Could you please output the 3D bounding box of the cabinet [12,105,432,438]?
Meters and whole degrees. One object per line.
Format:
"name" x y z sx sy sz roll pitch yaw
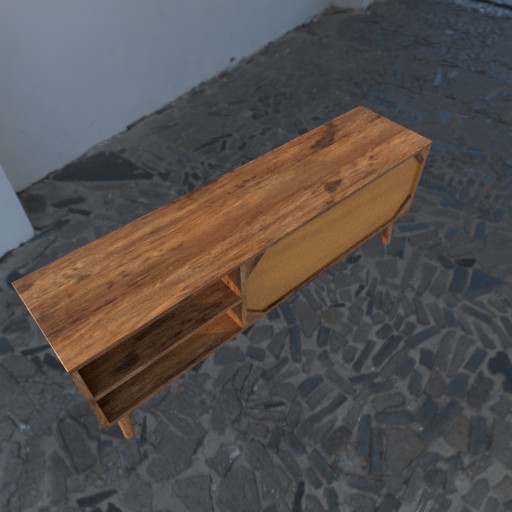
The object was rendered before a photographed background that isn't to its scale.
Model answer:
"cabinet" 0.000 0.000 1.625 1.448 0.528 0.349 -32 55 -26
